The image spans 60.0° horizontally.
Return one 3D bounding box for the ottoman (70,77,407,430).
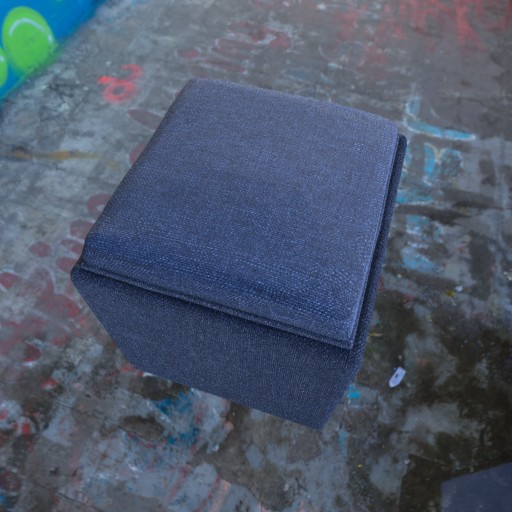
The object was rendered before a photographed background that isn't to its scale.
[{"bbox_3d":[0.000,0.000,0.866,0.436,0.493,0.454,16,59,10],"label":"ottoman"}]
